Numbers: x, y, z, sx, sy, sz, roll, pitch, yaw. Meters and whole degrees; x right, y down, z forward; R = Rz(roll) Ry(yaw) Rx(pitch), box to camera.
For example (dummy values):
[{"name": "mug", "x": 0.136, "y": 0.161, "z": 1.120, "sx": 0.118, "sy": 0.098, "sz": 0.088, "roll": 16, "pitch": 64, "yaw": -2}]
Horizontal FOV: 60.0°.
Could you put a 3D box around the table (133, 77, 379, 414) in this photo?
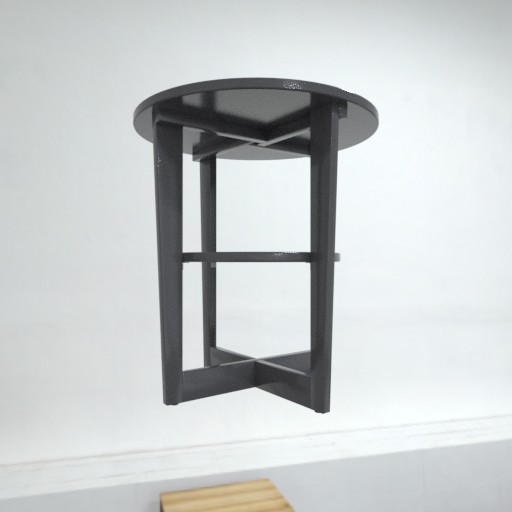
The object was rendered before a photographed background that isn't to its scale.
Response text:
[{"name": "table", "x": 0.000, "y": 0.000, "z": 0.933, "sx": 0.500, "sy": 0.550, "sz": 0.500, "roll": 0, "pitch": 0, "yaw": 0}]
